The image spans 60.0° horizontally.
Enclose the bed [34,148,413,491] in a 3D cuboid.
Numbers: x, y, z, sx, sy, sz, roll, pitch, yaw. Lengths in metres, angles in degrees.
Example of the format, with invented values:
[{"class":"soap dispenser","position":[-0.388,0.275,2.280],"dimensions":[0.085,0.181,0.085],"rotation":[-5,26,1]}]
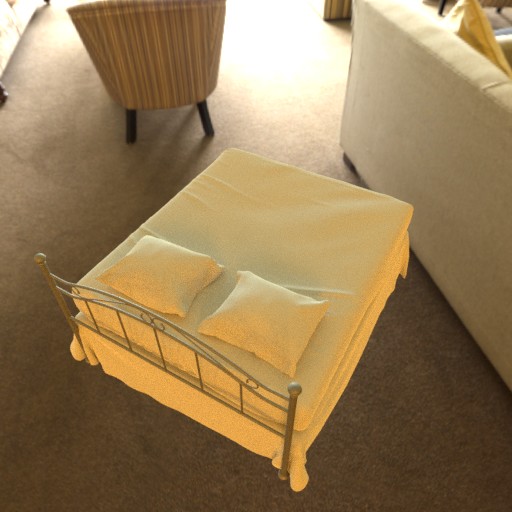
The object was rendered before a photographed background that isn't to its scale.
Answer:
[{"class":"bed","position":[0.000,0.000,3.200],"dimensions":[1.936,1.080,2.215],"rotation":[22,50,20]}]
